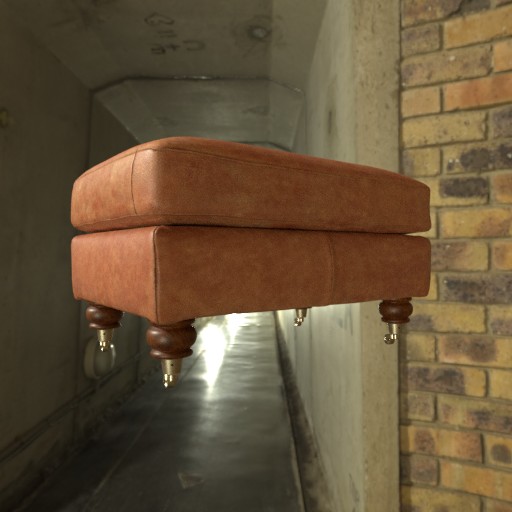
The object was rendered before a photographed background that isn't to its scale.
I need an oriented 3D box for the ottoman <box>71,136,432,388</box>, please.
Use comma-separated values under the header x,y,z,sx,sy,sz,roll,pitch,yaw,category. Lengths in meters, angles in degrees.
x,y,z,sx,sy,sz,roll,pitch,yaw,category
0.000,0.000,1.196,0.852,0.507,0.565,0,1,-37,ottoman
